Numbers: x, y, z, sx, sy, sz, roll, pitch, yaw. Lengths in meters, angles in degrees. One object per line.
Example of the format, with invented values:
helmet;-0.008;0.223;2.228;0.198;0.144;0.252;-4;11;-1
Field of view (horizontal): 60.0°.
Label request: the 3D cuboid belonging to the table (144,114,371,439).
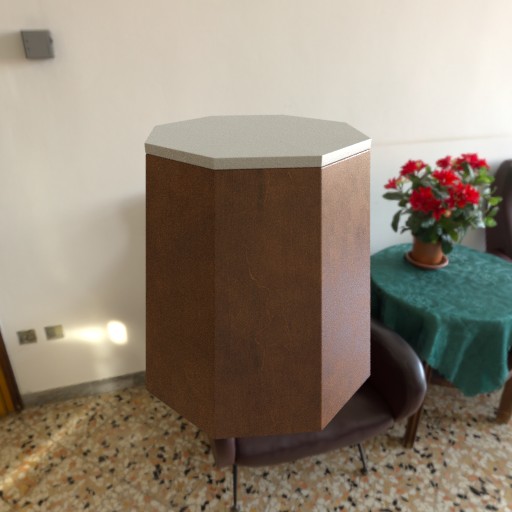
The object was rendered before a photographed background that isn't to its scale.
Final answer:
table;0.000;0.000;0.831;0.439;0.457;0.439;19;32;33
